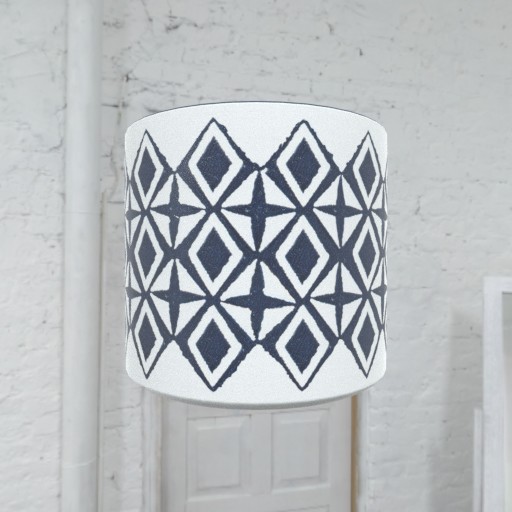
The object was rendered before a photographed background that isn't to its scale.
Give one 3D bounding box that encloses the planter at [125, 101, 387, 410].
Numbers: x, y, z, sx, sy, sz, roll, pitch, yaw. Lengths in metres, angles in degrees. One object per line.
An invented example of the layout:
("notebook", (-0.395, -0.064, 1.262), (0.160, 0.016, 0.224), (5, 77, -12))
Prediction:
("planter", (0.000, 0.000, 0.320), (0.182, 0.165, 0.182), (0, 1, 0))
